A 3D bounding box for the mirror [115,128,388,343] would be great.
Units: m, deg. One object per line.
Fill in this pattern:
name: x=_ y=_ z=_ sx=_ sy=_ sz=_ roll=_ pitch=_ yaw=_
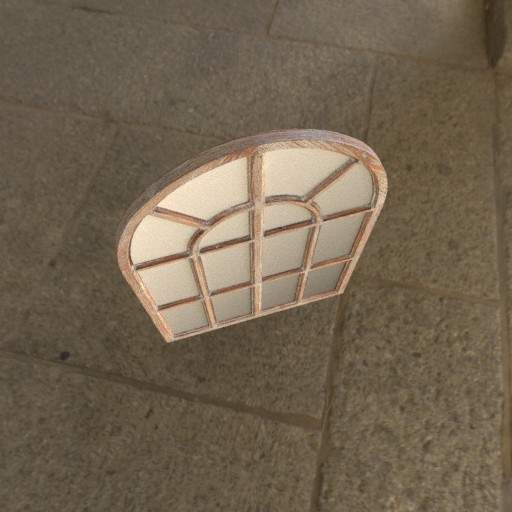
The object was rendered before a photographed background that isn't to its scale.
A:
mirror: x=0.000 y=0.000 z=1.196 sx=0.660 sy=0.920 sz=0.032 roll=-15 pitch=64 yaw=-7
